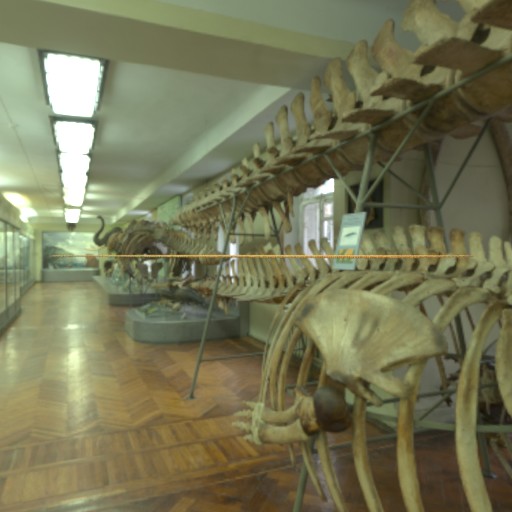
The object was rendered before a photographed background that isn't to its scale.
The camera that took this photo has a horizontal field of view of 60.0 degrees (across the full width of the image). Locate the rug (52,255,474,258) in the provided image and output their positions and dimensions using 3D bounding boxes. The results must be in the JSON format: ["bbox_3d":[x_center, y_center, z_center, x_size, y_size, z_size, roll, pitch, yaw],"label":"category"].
[{"bbox_3d":[0.000,0.000,2.187,1.747,0.006,1.143,0,0,37],"label":"rug"}]
